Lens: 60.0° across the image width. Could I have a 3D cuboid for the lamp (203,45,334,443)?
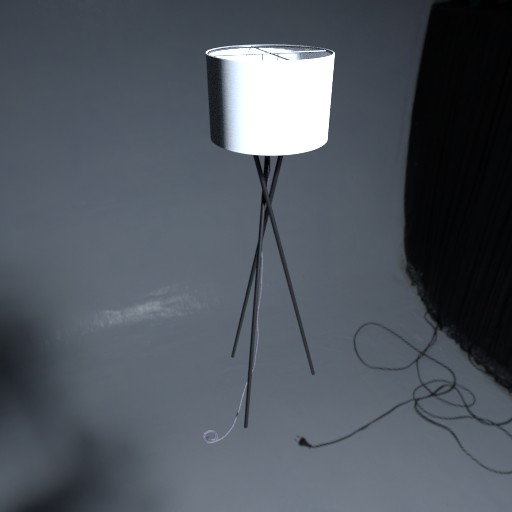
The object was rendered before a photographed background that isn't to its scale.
[{"bbox_3d":[0.000,0.000,1.925,0.667,1.624,0.522,-10,33,-15],"label":"lamp"}]
